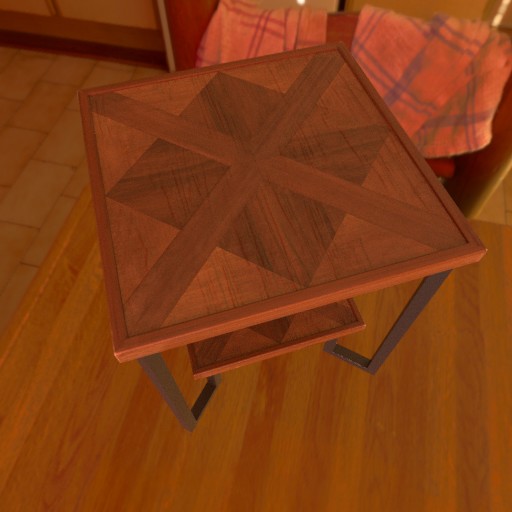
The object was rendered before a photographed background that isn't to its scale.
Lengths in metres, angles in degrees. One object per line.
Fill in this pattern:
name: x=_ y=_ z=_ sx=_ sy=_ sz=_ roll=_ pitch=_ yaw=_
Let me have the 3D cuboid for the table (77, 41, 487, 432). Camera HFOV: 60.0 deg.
table: x=0.000 y=0.000 z=0.925 sx=0.503 sy=0.563 sz=0.503 roll=-15 pitch=59 yaw=-9
